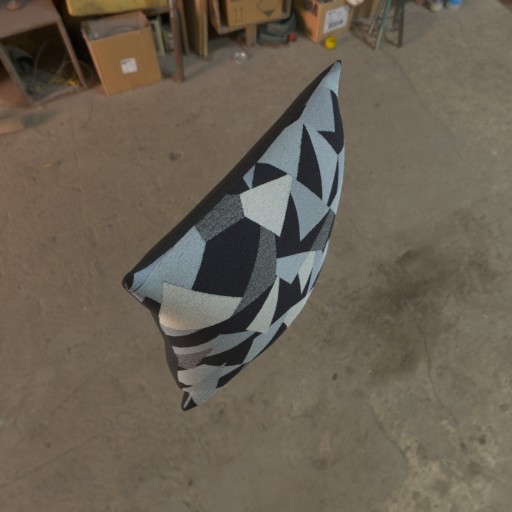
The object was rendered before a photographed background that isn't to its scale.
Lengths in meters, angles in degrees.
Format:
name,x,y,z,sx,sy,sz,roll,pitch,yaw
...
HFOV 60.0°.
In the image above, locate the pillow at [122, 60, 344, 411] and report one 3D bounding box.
name,x,y,z,sx,sy,sz,roll,pitch,yaw
pillow,0.000,0.000,0.779,0.208,0.496,0.503,29,62,18
